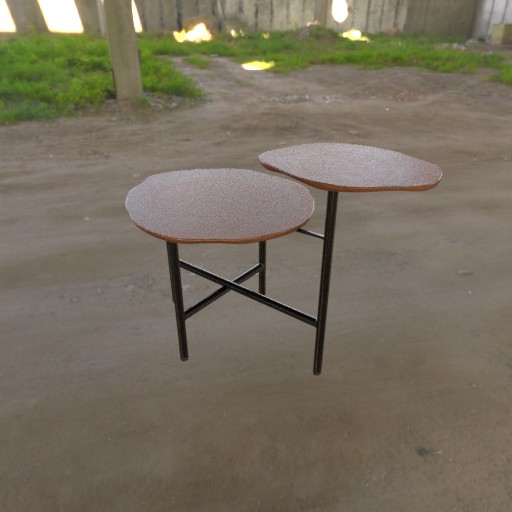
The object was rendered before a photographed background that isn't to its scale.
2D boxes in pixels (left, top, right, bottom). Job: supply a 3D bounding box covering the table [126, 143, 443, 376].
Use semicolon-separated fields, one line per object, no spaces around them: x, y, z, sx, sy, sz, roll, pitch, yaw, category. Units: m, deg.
0.000;0.000;1.065;0.759;0.538;0.442;21;35;33;table
